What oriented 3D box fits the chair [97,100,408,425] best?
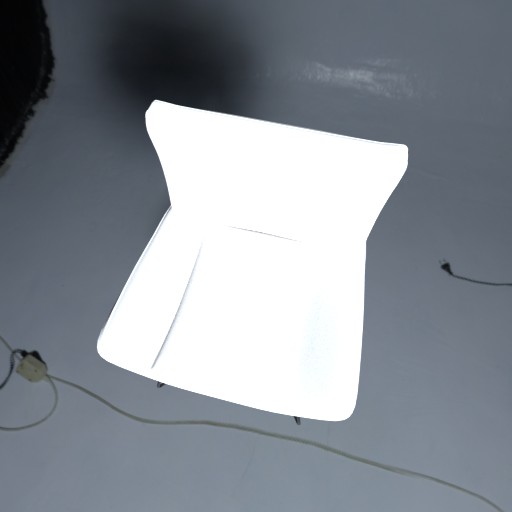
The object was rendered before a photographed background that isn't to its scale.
[{"bbox_3d":[0.000,0.000,1.639,0.859,0.855,1.008,12,61,7],"label":"chair"}]
